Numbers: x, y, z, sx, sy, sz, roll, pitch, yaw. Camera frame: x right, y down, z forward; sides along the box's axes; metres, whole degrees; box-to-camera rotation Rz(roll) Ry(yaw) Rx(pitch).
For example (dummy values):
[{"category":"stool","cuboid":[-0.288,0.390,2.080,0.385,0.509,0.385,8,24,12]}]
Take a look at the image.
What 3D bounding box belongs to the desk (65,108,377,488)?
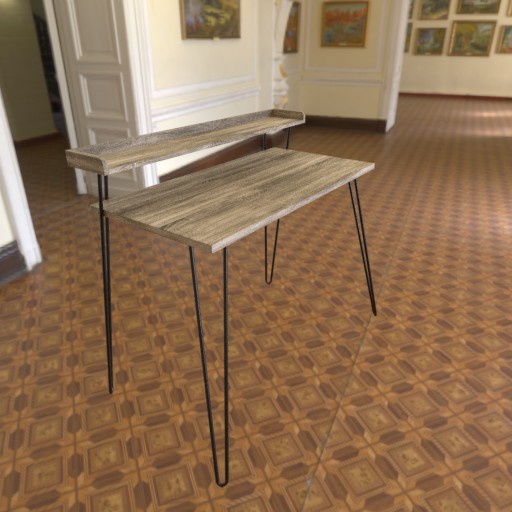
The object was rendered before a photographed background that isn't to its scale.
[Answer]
[{"category":"desk","cuboid":[0.000,0.000,1.657,0.605,0.899,1.135,18,31,32]}]
